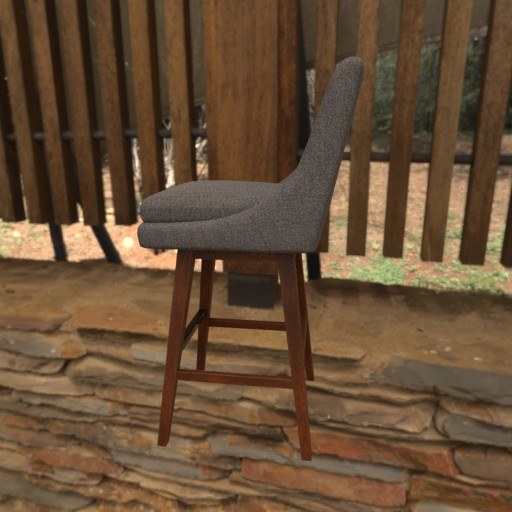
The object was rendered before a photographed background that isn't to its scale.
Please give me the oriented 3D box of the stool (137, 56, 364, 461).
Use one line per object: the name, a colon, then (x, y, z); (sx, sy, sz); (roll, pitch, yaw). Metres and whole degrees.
stool: (0.000, 0.000, 1.366); (0.572, 1.068, 0.489); (2, 15, 8)
